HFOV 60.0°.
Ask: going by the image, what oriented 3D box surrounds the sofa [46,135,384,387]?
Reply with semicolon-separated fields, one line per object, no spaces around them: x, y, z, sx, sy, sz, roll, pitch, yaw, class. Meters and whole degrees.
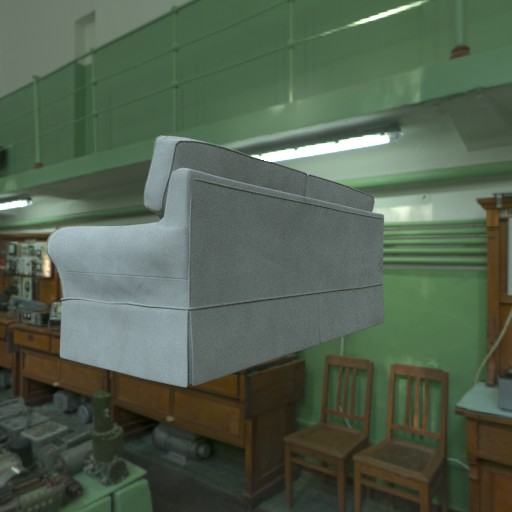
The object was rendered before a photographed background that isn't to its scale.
0.000;0.000;2.759;0.900;1.014;2.246;0;0;36;sofa
